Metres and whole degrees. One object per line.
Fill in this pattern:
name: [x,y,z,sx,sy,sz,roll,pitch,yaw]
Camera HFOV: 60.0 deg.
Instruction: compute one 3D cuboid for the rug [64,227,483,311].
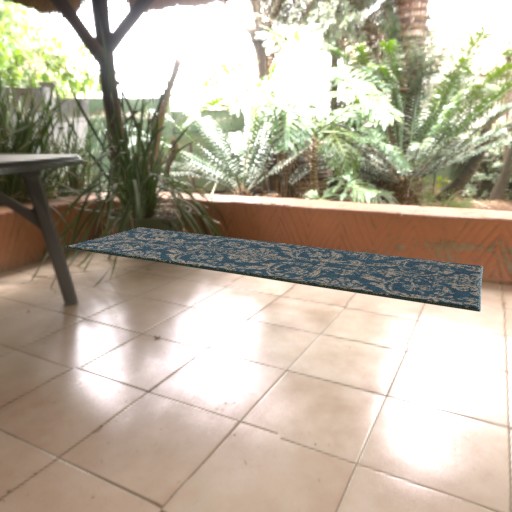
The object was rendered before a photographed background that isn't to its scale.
rug: [0.000,0.000,2.401,2.196,0.011,0.662,7,17,26]
